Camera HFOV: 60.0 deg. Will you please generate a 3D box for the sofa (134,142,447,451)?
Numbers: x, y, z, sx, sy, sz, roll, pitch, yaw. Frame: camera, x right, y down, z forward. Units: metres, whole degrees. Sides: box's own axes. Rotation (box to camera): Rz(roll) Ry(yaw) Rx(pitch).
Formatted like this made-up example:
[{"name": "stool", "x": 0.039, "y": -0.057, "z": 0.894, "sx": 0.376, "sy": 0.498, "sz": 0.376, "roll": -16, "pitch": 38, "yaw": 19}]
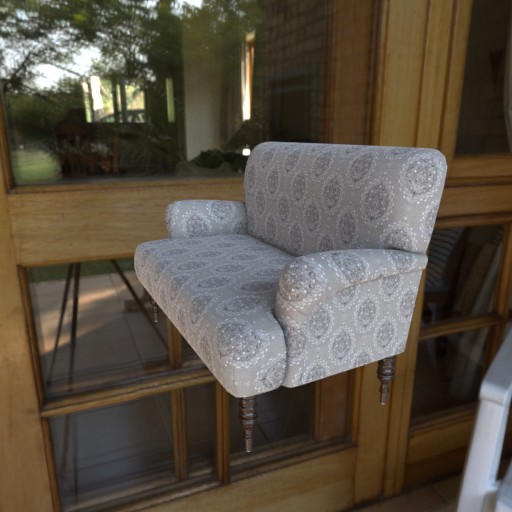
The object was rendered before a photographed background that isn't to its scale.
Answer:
[{"name": "sofa", "x": 0.000, "y": 0.000, "z": 1.833, "sx": 0.779, "sy": 0.889, "sz": 1.297, "roll": -8, "pitch": 18, "yaw": -26}]
